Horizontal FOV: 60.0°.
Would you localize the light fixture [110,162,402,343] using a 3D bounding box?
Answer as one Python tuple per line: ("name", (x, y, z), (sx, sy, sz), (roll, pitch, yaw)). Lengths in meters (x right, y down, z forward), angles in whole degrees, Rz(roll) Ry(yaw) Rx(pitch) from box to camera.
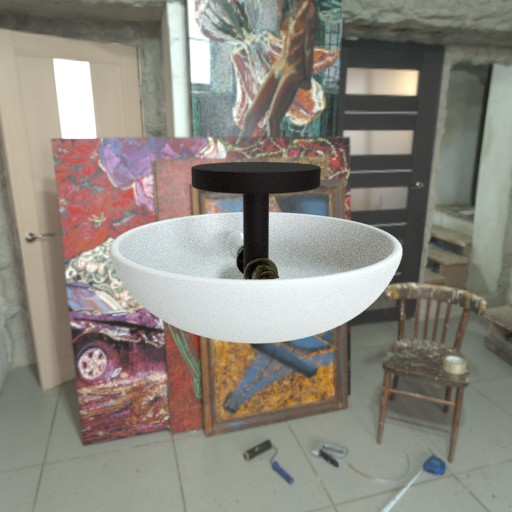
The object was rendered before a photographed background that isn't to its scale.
("light fixture", (0.000, 0.000, 0.531), (0.331, 0.212, 0.331), (0, 16, 0))
